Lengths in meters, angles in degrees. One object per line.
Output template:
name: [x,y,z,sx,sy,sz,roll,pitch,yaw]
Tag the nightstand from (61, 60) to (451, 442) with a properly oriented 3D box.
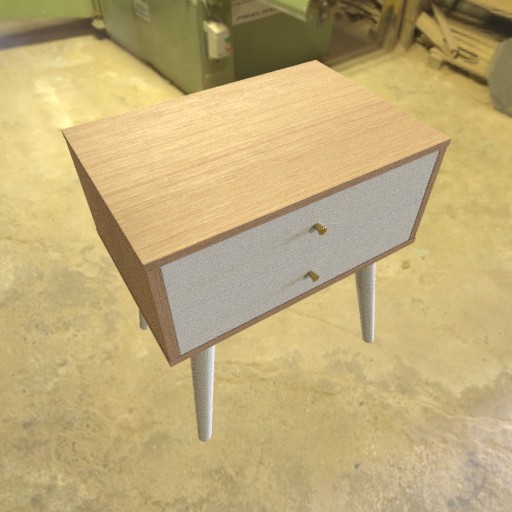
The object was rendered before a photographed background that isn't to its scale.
nightstand: [0.000,0.000,1.000,0.571,0.610,0.407,-24,51,-21]
